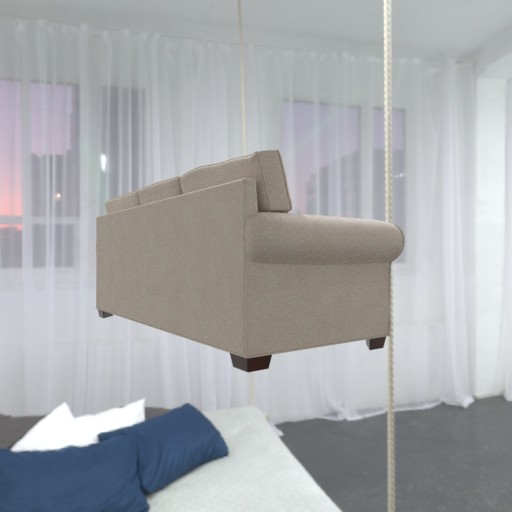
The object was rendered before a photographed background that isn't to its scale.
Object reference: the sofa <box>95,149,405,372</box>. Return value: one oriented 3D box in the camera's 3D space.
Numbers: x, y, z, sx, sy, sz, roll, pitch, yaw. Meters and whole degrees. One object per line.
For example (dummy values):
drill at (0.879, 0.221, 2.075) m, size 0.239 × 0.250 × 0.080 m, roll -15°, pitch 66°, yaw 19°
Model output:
sofa at (0.000, 0.000, 2.371) m, size 1.226 × 0.734 × 1.770 m, roll 0°, pitch 0°, yaw -35°
